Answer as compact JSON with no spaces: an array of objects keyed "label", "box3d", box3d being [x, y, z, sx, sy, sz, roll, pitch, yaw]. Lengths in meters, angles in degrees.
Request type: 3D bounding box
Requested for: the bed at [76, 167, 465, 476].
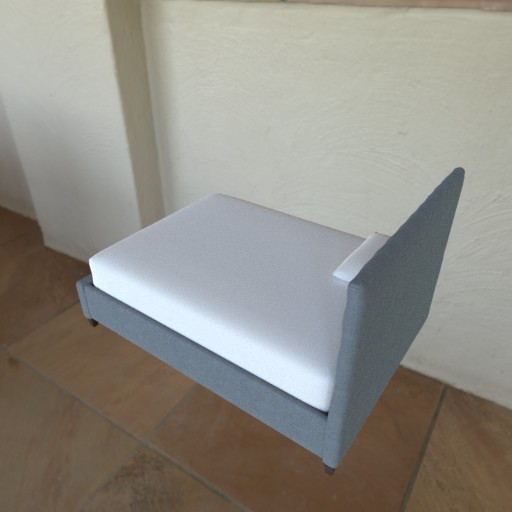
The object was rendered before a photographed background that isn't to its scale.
[{"label":"bed","box3d":[0.000,0.000,3.372,2.335,1.411,1.698,21,38,30]}]
